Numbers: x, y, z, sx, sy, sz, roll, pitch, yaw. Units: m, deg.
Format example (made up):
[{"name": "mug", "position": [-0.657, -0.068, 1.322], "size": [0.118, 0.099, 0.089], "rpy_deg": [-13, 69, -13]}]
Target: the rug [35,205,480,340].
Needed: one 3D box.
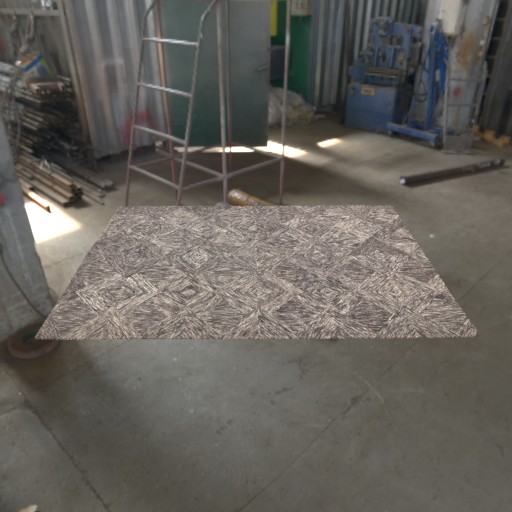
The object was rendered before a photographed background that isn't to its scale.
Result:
[{"name": "rug", "position": [0.000, 0.000, 5.320], "size": [4.093, 0.020, 2.997], "rpy_deg": [0, 30, 0]}]
